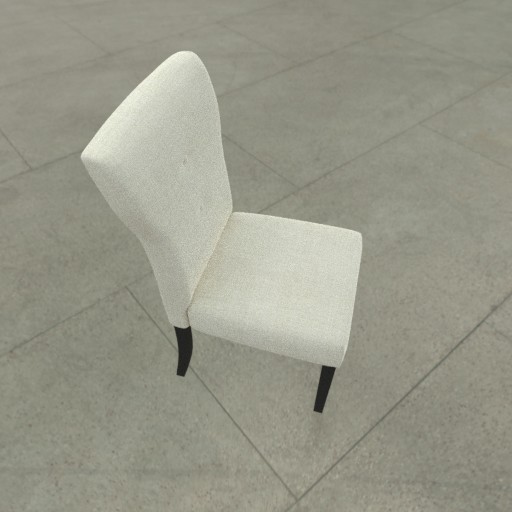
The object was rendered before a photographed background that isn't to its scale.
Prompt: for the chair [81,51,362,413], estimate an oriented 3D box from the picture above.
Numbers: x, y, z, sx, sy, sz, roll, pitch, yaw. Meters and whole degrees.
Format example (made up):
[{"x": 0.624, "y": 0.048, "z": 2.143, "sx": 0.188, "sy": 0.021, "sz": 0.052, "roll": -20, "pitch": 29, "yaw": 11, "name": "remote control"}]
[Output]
[{"x": 0.000, "y": 0.000, "z": 1.278, "sx": 0.597, "sy": 0.921, "sz": 0.509, "roll": 11, "pitch": 49, "yaw": 10, "name": "chair"}]
